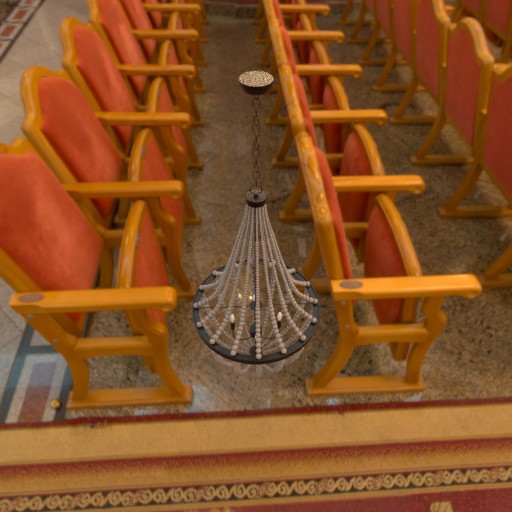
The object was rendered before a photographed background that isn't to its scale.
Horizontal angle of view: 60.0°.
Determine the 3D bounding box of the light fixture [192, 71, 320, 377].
[{"bbox_3d":[0.000,0.000,1.388,0.450,1.133,0.450,0,46,0],"label":"light fixture"}]
